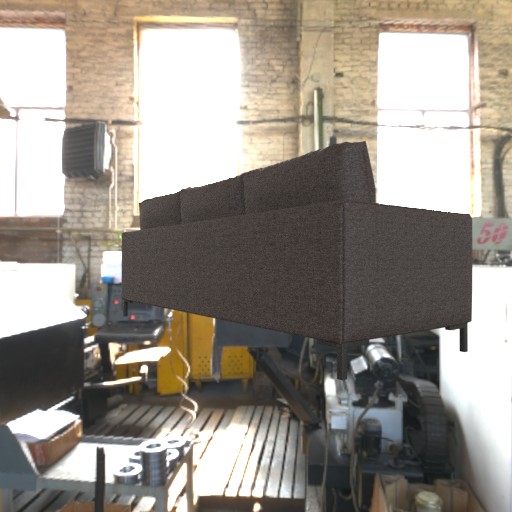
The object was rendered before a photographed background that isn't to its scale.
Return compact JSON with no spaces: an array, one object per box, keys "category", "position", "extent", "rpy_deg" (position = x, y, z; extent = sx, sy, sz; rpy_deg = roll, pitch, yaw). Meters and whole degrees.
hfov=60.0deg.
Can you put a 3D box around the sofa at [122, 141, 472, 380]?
[{"category":"sofa","position":[0.000,0.000,2.662],"extent":[0.876,0.882,2.253],"rpy_deg":[0,-1,-36]}]
